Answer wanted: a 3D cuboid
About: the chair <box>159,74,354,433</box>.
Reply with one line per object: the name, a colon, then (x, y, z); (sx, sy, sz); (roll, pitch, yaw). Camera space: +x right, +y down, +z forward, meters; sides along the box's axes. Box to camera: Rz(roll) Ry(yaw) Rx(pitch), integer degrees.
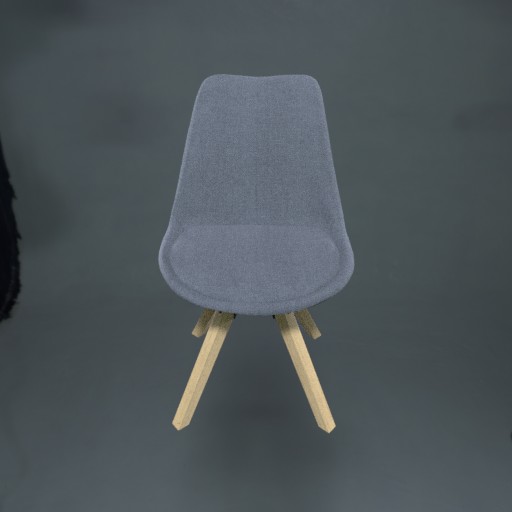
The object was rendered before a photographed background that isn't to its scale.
chair: (0.000, 0.000, 1.206); (0.485, 0.850, 0.550); (1, 31, 1)
